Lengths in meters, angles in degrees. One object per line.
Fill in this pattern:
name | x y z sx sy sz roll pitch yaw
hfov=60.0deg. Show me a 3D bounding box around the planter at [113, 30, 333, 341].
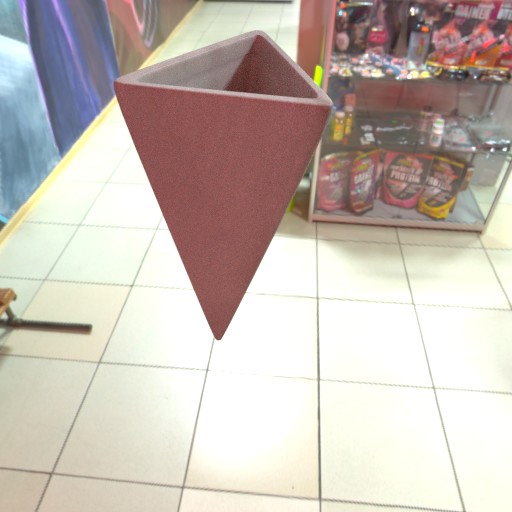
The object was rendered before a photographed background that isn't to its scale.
planter | 0.000 0.000 0.157 0.047 0.130 0.058 27 48 28
